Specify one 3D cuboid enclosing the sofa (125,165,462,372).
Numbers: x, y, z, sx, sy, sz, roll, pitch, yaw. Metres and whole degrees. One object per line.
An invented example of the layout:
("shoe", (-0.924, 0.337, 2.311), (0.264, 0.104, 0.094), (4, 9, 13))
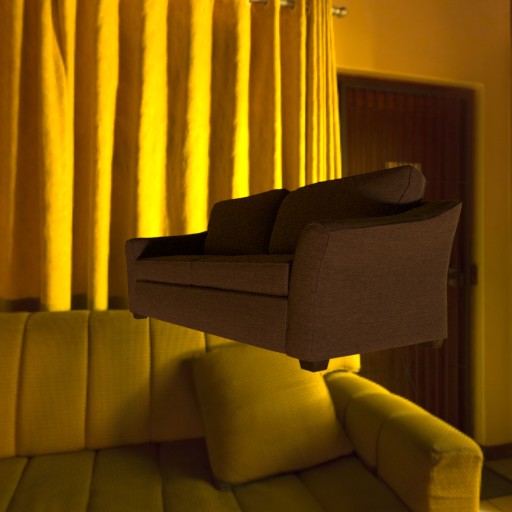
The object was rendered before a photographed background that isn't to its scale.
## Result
("sofa", (0.000, 0.000, 2.846), (0.971, 0.950, 2.270), (0, 0, -36))
